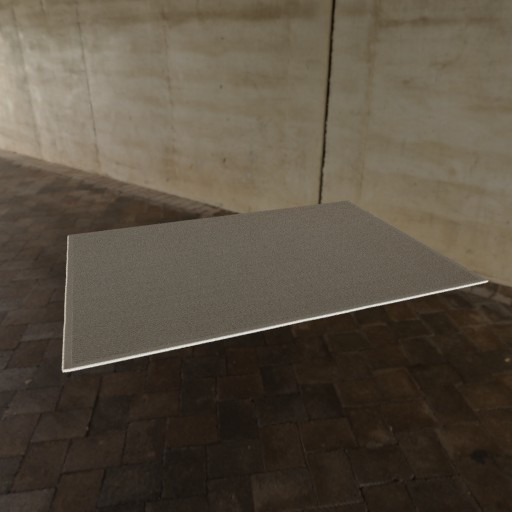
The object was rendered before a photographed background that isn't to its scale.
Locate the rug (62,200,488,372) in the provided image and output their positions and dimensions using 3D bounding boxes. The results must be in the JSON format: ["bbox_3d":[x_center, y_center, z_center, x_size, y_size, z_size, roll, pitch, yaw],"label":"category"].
[{"bbox_3d":[0.000,0.000,2.800,2.244,0.017,1.532,-9,27,-18],"label":"rug"}]
